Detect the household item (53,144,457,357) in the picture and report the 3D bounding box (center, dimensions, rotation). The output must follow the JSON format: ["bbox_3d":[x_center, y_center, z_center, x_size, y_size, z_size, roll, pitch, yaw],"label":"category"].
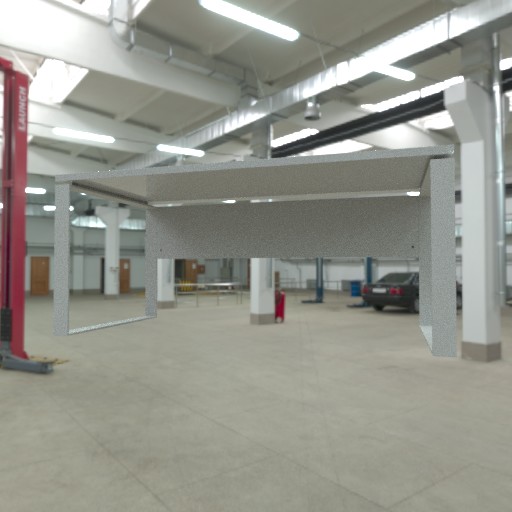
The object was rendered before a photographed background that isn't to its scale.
[{"bbox_3d":[0.000,0.000,2.174,1.700,0.745,0.800,-1,-2,17],"label":"household item"}]
